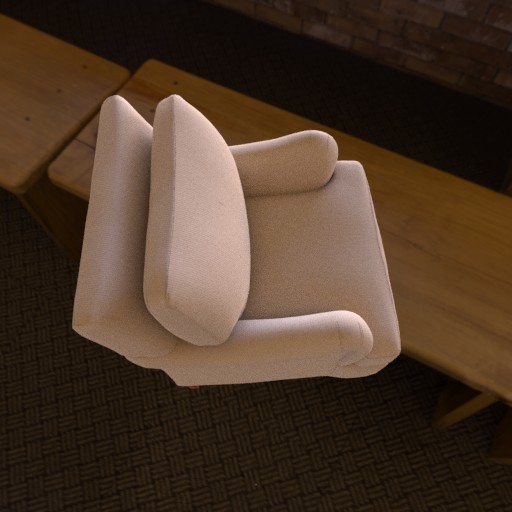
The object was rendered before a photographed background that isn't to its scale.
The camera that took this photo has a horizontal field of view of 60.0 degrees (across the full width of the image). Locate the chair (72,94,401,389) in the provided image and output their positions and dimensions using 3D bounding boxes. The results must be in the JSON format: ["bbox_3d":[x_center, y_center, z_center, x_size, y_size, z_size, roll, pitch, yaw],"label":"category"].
[{"bbox_3d":[0.000,0.000,1.823,1.070,1.038,0.955,-3,63,-2],"label":"chair"}]
